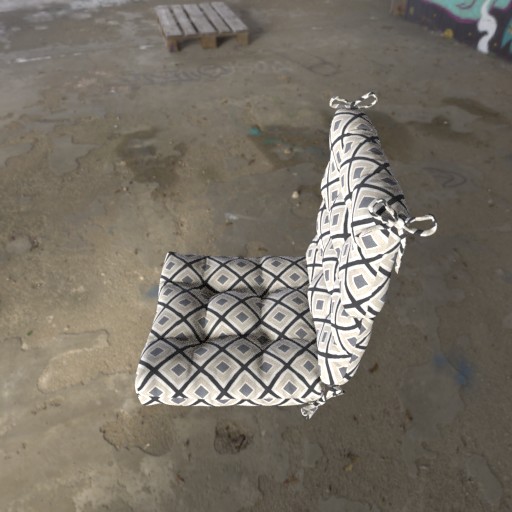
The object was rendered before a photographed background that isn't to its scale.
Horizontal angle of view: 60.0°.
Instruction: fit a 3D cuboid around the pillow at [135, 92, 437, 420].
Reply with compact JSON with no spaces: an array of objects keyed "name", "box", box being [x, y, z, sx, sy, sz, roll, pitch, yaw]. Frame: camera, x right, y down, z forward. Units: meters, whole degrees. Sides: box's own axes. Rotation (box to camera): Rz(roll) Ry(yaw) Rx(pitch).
[{"name":"pillow","box":[0.000,0.000,1.045,0.571,0.605,0.519,0,41,0]}]
